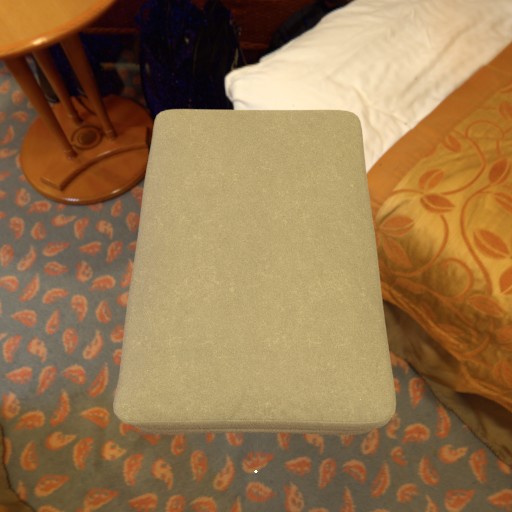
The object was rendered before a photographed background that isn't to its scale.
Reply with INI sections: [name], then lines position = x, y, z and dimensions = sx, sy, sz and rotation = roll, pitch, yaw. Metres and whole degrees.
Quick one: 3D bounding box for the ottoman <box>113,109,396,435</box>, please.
[ottoman]
position = 0.000, 0.000, 1.625
dimensions = 0.840, 0.429, 1.199
rotation = 0, 64, 0
